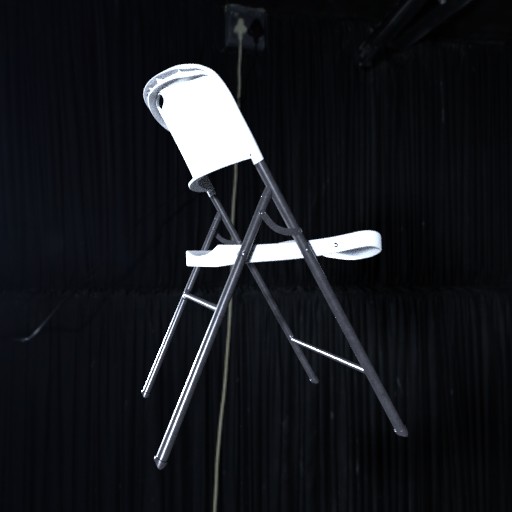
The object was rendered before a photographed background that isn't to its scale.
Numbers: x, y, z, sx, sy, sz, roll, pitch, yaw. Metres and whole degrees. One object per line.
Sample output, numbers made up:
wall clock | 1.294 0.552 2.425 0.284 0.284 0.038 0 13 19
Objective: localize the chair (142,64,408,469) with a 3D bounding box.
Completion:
chair | 0.000 0.000 1.145 0.566 0.810 0.494 0 -1 -17
